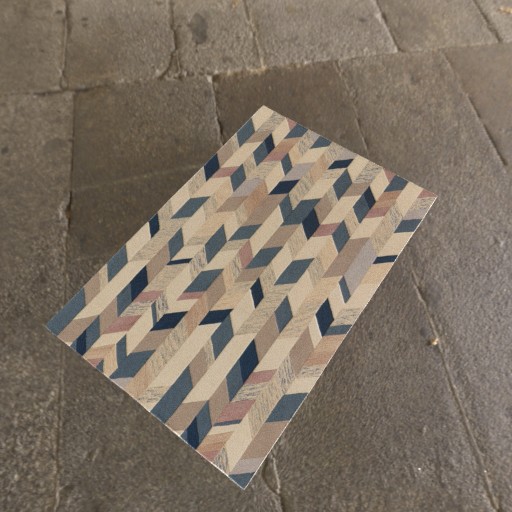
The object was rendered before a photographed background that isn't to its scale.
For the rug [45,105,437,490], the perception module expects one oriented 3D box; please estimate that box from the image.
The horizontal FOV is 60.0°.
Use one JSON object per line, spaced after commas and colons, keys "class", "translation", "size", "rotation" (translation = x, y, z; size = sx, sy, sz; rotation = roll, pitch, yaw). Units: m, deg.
{"class": "rug", "translation": [0.000, 0.000, 2.306], "size": [1.202, 0.006, 1.813], "rotation": [33, 67, 16]}
